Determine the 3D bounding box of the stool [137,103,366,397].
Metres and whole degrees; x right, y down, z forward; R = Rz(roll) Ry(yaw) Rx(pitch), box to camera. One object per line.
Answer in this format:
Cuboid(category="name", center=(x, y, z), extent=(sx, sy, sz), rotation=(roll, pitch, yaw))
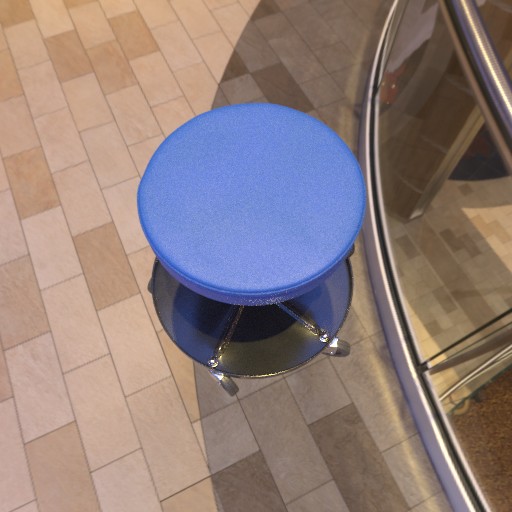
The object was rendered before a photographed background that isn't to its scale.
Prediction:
Cuboid(category="stool", center=(0.000, 0.000, 0.684), extent=(0.382, 0.365, 0.381), rotation=(17, 65, 8))
